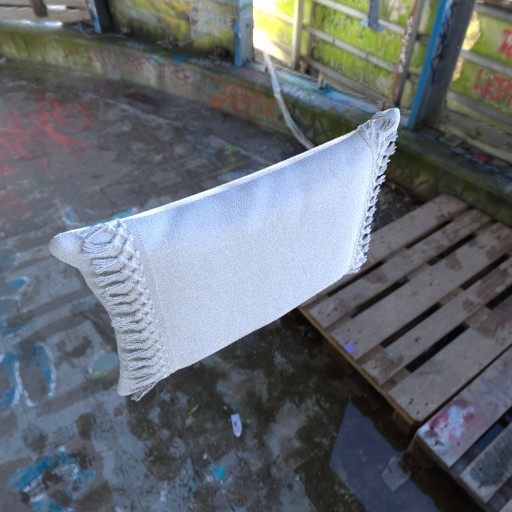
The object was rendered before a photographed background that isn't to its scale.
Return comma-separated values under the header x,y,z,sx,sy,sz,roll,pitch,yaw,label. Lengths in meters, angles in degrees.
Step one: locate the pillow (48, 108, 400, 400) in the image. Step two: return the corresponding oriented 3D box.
x,y,z,sx,sy,sz,roll,pitch,yaw,label
0.000,0.000,0.605,0.466,0.305,0.084,-26,51,-23,pillow
